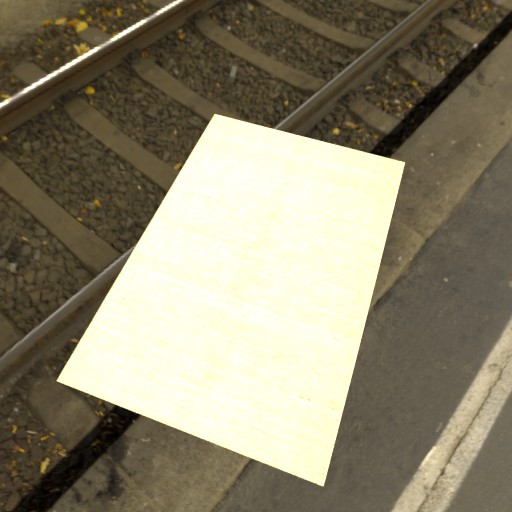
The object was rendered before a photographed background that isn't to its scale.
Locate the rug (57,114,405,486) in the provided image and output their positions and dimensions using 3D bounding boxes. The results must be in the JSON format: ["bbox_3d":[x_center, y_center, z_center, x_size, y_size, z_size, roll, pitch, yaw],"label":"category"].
[{"bbox_3d":[0.000,0.000,2.340,1.250,0.015,1.850,17,61,10],"label":"rug"}]
